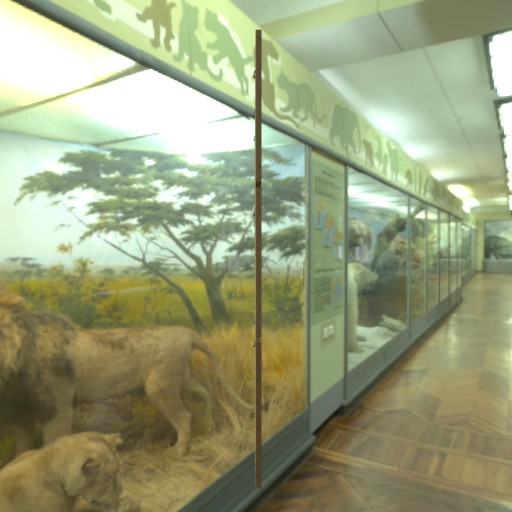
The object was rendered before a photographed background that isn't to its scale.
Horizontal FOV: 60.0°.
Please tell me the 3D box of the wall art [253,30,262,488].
[{"bbox_3d":[0.000,0.000,1.786,0.024,1.218,1.221,0,2,0],"label":"wall art"}]
